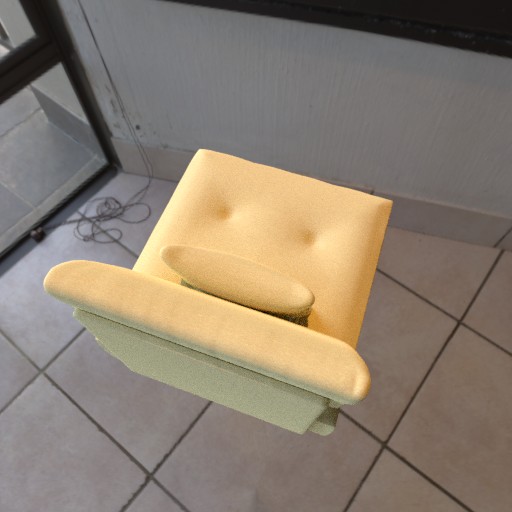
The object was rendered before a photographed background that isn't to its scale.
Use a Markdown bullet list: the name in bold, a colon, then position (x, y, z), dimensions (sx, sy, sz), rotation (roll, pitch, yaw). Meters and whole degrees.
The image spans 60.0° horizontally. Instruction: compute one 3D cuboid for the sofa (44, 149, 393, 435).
- **sofa**: position (0.000, 0.000, 1.674), dimensions (0.930, 0.820, 1.000), rotation (18, 64, 9)
